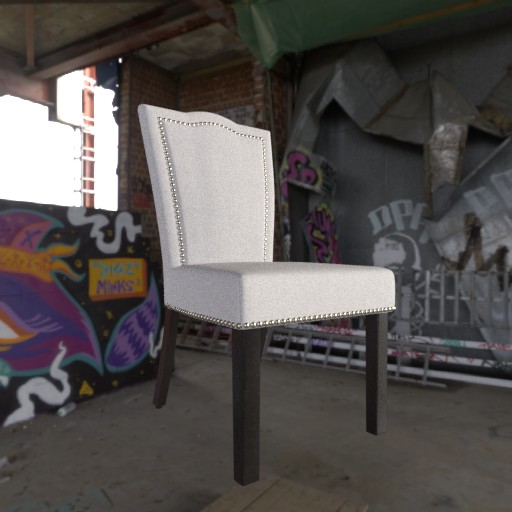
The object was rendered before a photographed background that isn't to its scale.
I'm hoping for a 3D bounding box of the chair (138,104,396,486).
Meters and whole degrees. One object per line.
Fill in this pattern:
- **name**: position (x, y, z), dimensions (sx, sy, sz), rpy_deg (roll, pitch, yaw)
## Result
- **chair**: position (0.000, 0.000, 1.264), dimensions (0.518, 0.946, 0.589), rpy_deg (0, 0, -37)
